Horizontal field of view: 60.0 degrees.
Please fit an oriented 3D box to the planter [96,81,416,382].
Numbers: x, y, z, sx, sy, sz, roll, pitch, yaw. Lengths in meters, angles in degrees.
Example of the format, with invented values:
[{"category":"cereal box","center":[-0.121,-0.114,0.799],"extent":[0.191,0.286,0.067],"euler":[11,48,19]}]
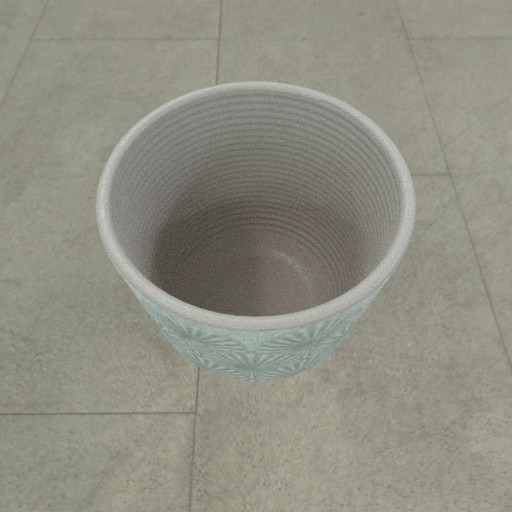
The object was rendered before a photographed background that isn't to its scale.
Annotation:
[{"category":"planter","center":[0.000,0.000,0.301],"extent":[0.170,0.152,0.170],"euler":[0,58,0]}]
